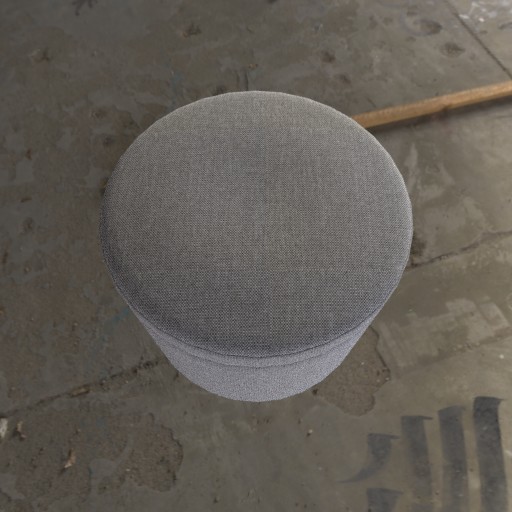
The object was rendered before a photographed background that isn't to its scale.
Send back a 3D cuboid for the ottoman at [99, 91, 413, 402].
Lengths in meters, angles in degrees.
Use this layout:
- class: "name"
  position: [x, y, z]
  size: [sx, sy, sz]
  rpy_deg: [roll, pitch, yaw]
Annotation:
- class: "ottoman"
  position: [0.000, 0.000, 0.873]
  size: [0.500, 0.419, 0.500]
  rpy_deg: [0, 63, 0]
